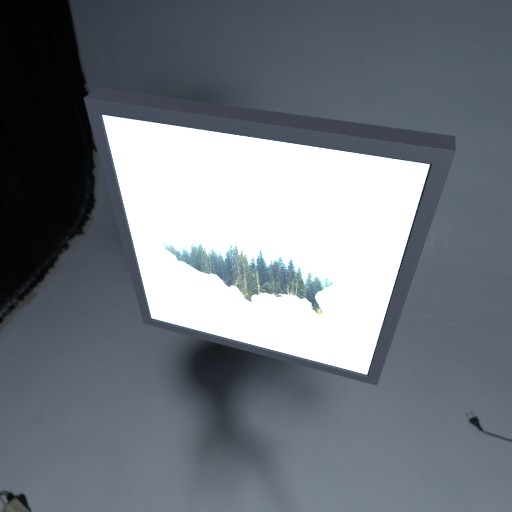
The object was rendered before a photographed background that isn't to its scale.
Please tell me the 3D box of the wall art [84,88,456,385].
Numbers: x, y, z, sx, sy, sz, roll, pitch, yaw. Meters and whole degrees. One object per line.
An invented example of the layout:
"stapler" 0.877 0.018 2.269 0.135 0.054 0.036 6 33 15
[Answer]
"wall art" 0.000 0.000 0.766 0.509 0.509 0.040 12 44 13
